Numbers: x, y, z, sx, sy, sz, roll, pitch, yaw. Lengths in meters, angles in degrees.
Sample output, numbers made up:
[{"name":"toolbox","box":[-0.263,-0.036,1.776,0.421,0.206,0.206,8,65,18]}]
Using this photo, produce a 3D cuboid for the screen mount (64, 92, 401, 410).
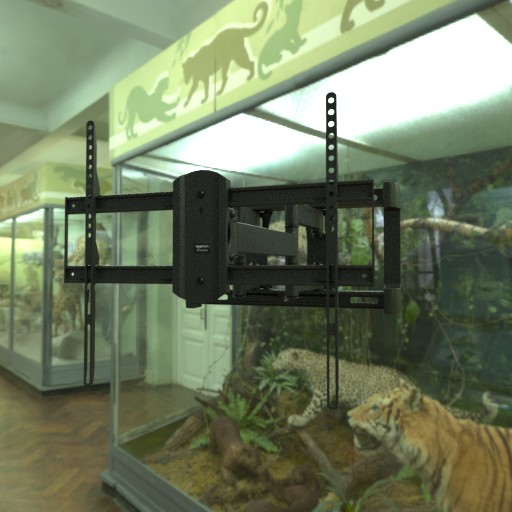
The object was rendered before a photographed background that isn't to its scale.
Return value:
[{"name":"screen mount","box":[0.000,0.000,0.911,0.571,0.424,0.556,0,-2,17]}]
